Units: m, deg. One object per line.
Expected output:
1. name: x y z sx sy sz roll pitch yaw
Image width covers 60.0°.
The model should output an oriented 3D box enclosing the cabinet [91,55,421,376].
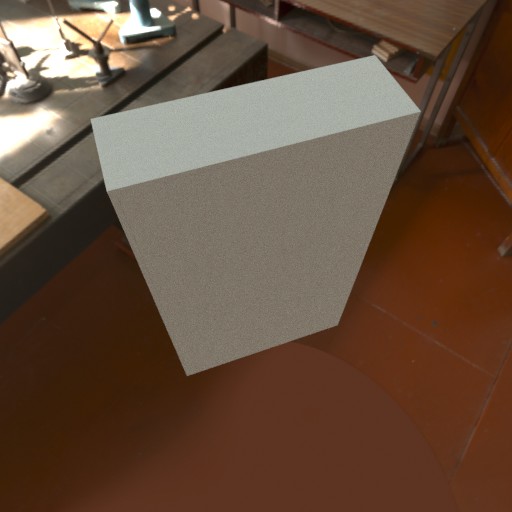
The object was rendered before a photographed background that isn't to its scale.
1. cabinet: 0.000 0.000 1.599 0.750 1.280 0.250 -17 59 -10
